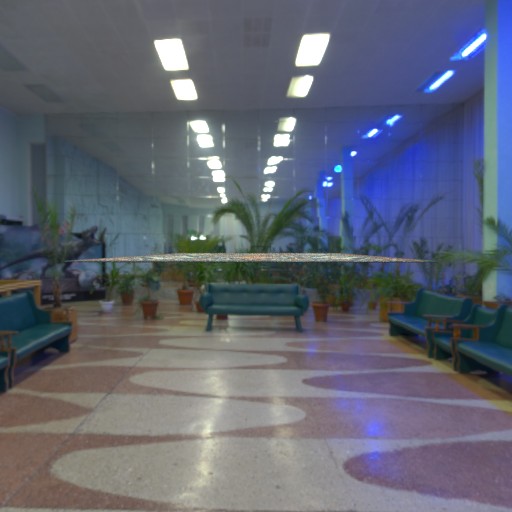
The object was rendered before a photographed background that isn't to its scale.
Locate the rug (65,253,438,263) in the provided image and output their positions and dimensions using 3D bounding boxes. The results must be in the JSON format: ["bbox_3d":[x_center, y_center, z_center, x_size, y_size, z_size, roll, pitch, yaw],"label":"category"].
[{"bbox_3d":[0.000,0.000,4.228,2.190,0.008,3.371,0,1,1],"label":"rug"}]
